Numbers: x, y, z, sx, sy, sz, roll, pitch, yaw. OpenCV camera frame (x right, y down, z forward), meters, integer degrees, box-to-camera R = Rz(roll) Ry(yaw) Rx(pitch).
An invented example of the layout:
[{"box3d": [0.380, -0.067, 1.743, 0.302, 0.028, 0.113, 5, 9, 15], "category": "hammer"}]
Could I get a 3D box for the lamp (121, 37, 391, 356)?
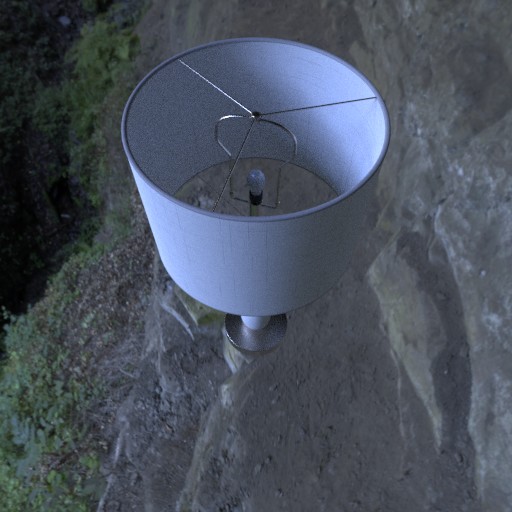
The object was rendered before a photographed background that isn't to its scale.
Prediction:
[{"box3d": [0.000, 0.000, 0.702, 0.282, 0.559, 0.280, 14, 59, 9], "category": "lamp"}]
